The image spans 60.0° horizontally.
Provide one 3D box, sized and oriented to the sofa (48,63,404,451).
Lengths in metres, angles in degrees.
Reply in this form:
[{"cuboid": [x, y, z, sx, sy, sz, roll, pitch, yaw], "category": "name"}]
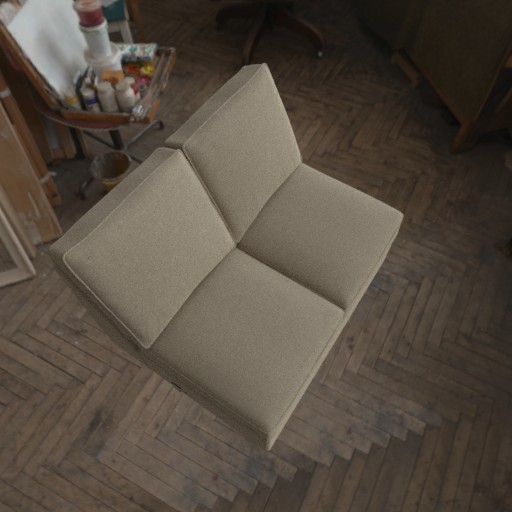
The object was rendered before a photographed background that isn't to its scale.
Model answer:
[{"cuboid": [0.000, 0.000, 1.994, 0.951, 1.008, 1.237, 30, 63, 17], "category": "sofa"}]
